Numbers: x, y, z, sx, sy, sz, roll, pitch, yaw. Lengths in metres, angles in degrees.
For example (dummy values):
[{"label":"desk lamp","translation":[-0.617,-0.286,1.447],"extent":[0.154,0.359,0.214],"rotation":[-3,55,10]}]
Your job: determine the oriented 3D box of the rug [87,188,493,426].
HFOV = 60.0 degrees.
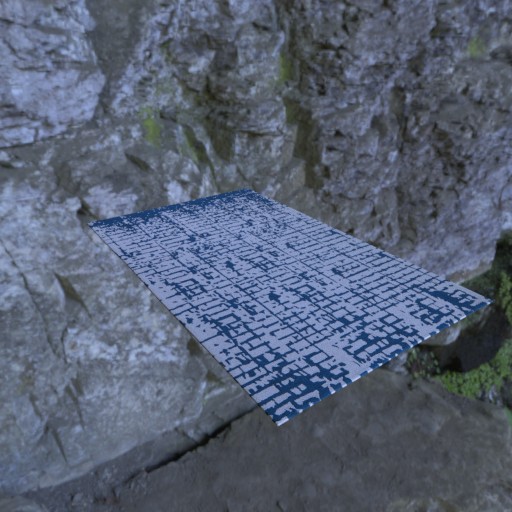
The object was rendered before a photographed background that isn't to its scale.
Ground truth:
[{"label":"rug","translation":[0.000,0.000,2.966],"extent":[1.517,0.011,2.435],"rotation":[-18,32,-31]}]
